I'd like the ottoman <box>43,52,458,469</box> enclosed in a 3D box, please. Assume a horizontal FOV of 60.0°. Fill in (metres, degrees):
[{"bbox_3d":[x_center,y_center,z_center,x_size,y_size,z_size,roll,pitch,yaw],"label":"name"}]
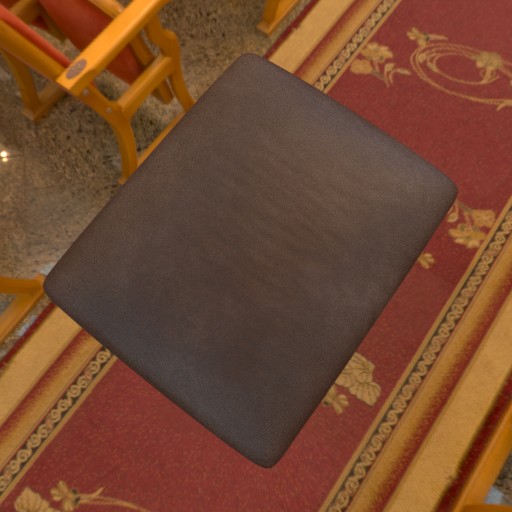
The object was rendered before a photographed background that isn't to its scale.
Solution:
[{"bbox_3d":[0.000,0.000,1.214,0.670,0.569,0.806,36,79,8],"label":"ottoman"}]
